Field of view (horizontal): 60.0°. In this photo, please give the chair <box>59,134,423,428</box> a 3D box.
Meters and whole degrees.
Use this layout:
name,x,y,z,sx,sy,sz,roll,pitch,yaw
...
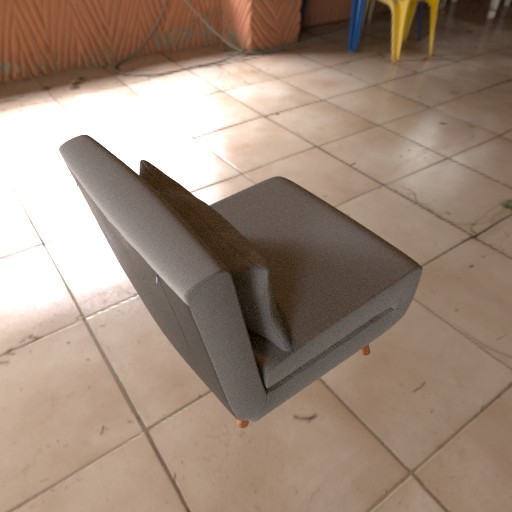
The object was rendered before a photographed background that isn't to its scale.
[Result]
name,x,y,z,sx,sy,sz,roll,pitch,yaw
chair,0.000,0.000,1.499,0.902,0.808,0.770,-25,46,-27
